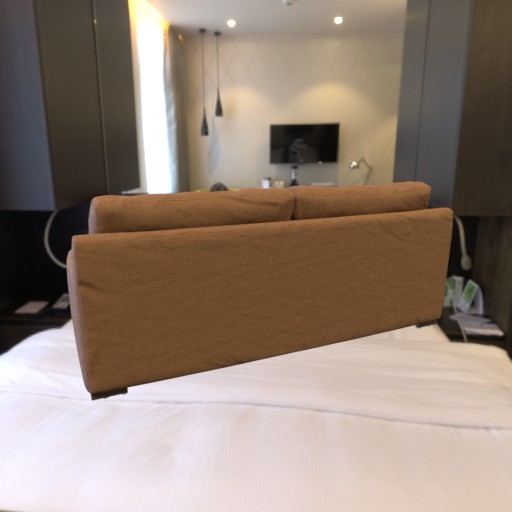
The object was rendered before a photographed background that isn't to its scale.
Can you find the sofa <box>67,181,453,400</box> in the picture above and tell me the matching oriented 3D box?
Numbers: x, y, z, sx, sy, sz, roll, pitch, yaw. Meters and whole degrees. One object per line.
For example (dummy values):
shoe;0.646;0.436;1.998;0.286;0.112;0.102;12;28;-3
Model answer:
sofa;0.000;0.000;2.892;2.274;0.950;1.140;-6;15;-24
